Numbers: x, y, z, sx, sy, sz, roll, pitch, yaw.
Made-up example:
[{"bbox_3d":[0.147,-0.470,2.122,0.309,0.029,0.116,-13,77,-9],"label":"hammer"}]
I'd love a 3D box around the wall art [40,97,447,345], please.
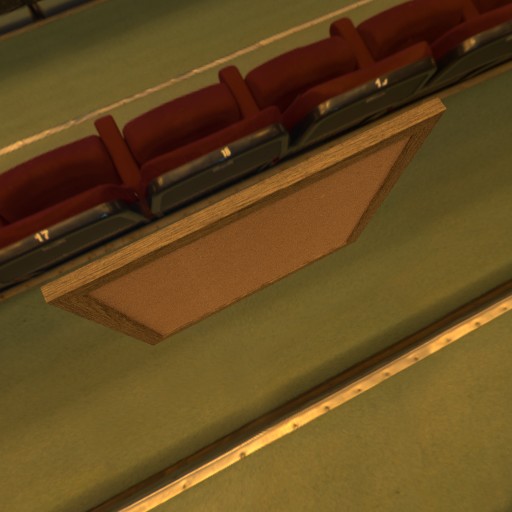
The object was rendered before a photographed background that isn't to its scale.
[{"bbox_3d":[0.000,0.000,0.745,0.508,0.508,0.019,-27,75,-8],"label":"wall art"}]
